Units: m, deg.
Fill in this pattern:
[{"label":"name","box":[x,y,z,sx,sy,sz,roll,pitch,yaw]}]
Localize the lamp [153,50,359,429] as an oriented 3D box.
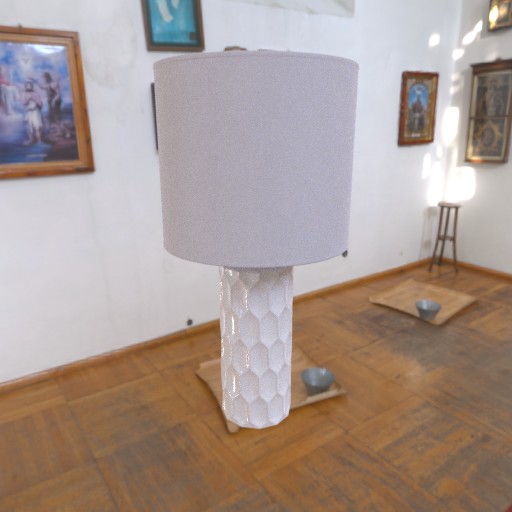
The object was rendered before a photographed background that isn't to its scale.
[{"label":"lamp","box":[0.000,0.000,0.681,0.277,0.537,0.277,3,16,10]}]
